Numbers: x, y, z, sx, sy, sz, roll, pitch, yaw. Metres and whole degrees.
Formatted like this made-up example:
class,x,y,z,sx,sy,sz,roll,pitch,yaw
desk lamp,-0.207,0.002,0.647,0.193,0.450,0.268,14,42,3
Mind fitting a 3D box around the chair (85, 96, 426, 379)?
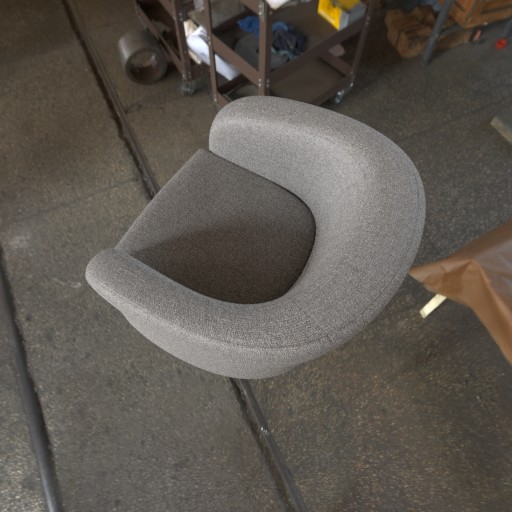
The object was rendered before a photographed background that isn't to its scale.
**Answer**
class,x,y,z,sx,sy,sz,roll,pitch,yaw
chair,0.000,0.000,1.414,0.815,0.771,0.791,28,67,14
